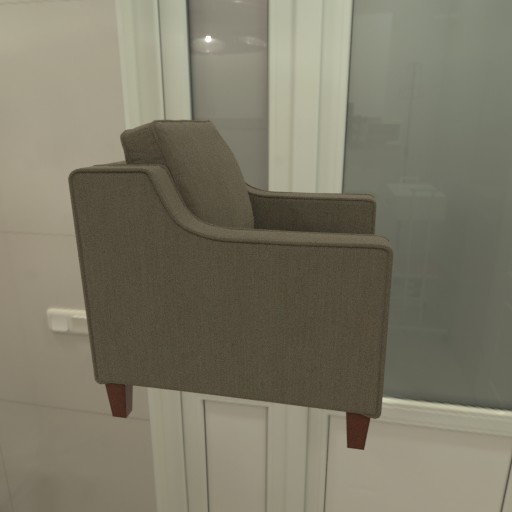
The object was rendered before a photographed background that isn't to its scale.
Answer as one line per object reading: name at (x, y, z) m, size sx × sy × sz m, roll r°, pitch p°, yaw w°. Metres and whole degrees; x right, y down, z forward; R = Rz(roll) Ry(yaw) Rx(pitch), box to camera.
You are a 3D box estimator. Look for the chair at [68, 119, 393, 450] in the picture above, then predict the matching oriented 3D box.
chair at (0.000, 0.000, 1.631) m, size 0.909 × 0.960 × 0.831 m, roll 3°, pitch 17°, yaw 11°
